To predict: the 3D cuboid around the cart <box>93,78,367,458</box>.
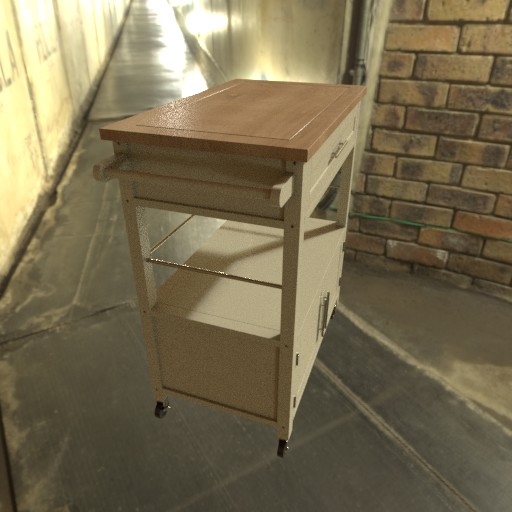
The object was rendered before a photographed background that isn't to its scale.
[{"bbox_3d":[0.000,0.000,1.376,0.459,0.901,0.840,10,31,17],"label":"cart"}]
